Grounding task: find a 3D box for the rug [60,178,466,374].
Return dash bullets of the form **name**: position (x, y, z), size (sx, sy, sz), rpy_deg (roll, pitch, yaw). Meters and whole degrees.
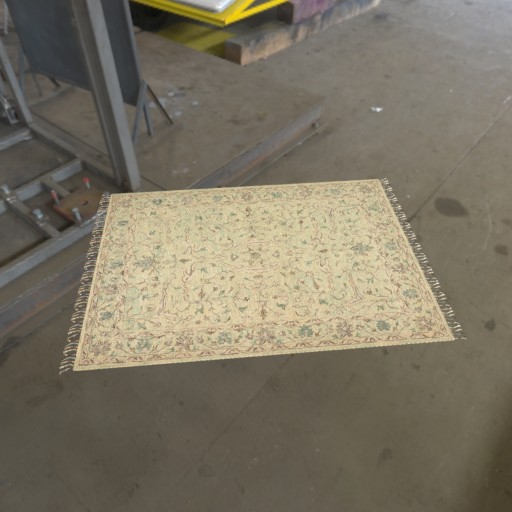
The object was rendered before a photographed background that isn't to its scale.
- **rug**: position (0.000, 0.000, 2.368), size (1.802, 0.008, 1.247), rpy_deg (-4, 46, -4)
